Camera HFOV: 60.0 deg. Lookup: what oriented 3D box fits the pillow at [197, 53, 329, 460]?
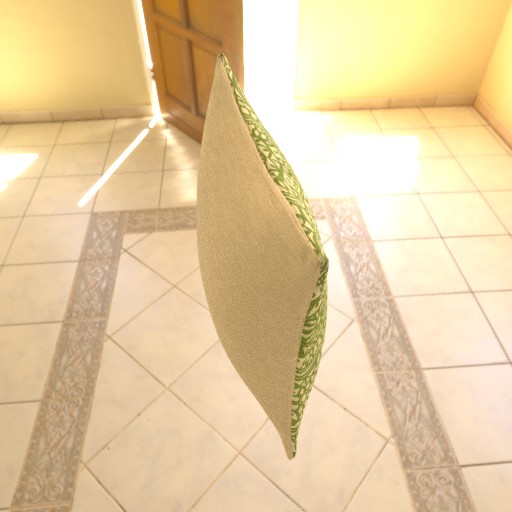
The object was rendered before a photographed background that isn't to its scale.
[{"bbox_3d":[0.000,0.000,0.646,0.162,0.419,0.440,-10,47,-10],"label":"pillow"}]
